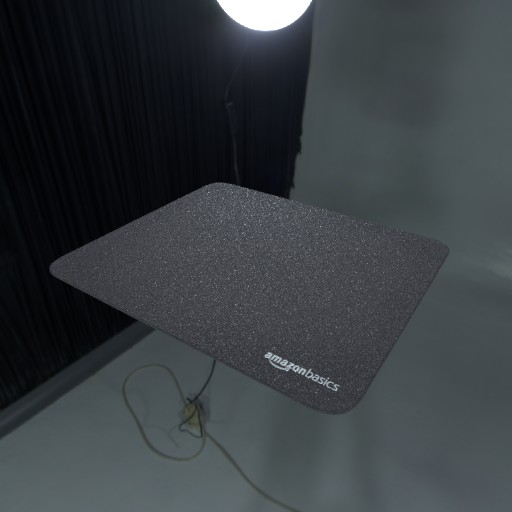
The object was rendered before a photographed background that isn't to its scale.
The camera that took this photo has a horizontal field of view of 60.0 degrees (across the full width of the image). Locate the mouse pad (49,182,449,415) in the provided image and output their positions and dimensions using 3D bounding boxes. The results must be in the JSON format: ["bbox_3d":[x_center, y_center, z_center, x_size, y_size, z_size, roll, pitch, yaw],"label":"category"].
[{"bbox_3d":[0.000,0.000,0.440,0.315,0.002,0.269,19,36,29],"label":"mouse pad"}]
